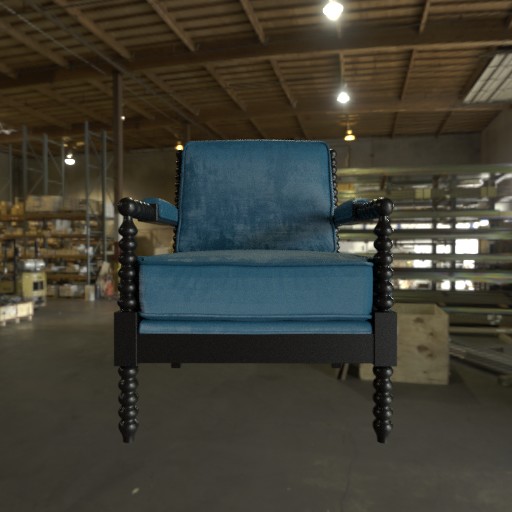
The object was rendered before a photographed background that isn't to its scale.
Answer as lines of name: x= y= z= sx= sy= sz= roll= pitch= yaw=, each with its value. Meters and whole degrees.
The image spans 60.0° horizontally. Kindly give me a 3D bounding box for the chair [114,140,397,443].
chair: x=0.000 y=0.000 z=1.385 sx=0.688 sy=0.857 sz=0.805 roll=0 pitch=1 yaw=0
